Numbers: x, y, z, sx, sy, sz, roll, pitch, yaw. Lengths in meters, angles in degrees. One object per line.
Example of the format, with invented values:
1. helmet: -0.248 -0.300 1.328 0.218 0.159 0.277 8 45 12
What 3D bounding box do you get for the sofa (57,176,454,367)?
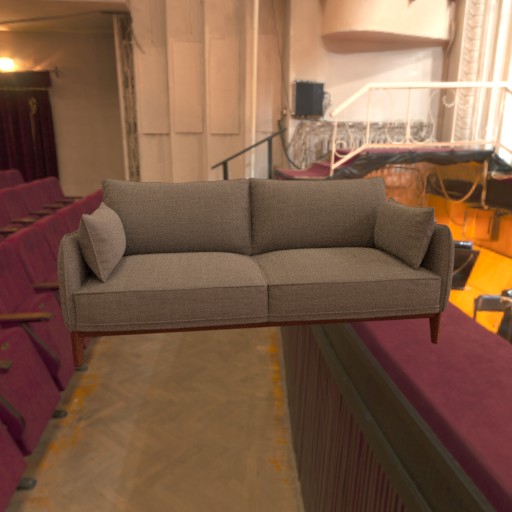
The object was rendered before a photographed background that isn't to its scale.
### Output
1. sofa: 0.000 0.000 2.564 1.989 0.851 0.972 -2 15 -8
